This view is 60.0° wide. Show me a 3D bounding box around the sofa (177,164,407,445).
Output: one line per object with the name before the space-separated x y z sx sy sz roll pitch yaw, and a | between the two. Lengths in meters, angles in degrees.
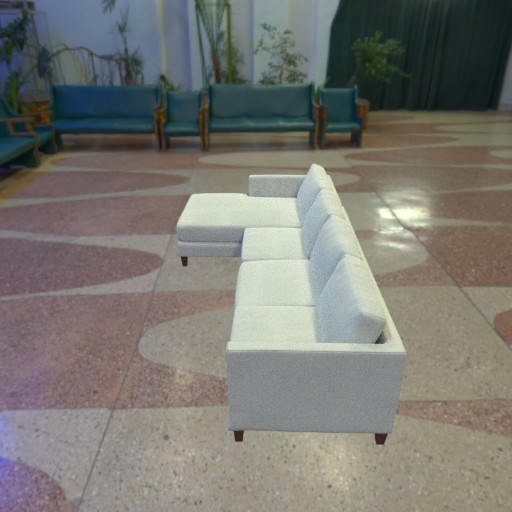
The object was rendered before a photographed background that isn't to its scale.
sofa | 0.000 0.000 3.783 1.625 0.861 3.186 1 27 1
